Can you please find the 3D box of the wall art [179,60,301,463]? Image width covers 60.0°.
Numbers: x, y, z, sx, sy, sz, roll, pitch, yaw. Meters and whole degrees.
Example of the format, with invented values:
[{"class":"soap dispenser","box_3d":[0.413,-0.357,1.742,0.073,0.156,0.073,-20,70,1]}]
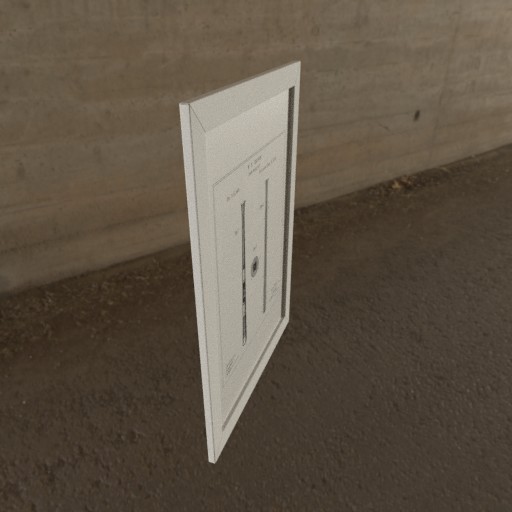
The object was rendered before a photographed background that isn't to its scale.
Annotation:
[{"class":"wall art","box_3d":[0.000,0.000,0.697,0.012,0.529,0.374,11,32,18]}]
